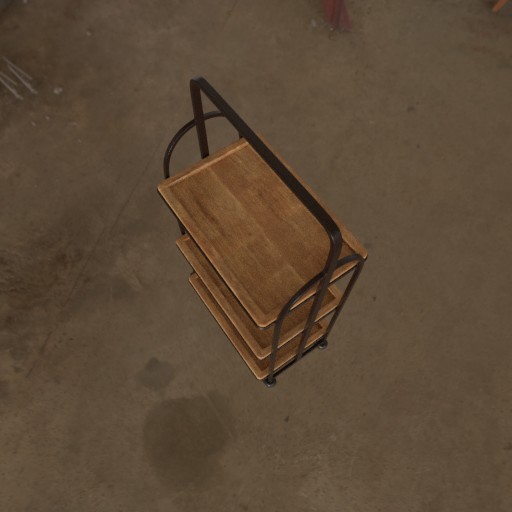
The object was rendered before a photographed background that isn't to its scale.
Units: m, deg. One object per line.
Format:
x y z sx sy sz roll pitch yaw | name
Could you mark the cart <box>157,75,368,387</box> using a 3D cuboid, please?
0.000 0.000 1.296 0.327 1.001 0.553 -32 68 -15 | cart
